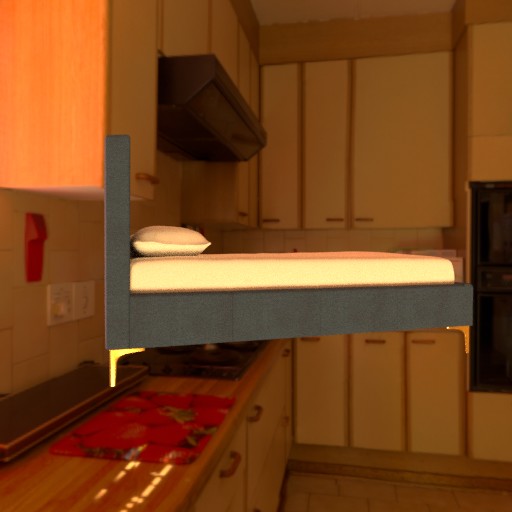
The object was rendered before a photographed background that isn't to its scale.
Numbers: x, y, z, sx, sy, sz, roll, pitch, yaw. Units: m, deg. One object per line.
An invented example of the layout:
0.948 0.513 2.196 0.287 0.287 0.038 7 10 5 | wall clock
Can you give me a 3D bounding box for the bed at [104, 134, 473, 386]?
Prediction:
0.000 0.000 3.457 2.232 1.231 2.096 0 1 -19 | bed
